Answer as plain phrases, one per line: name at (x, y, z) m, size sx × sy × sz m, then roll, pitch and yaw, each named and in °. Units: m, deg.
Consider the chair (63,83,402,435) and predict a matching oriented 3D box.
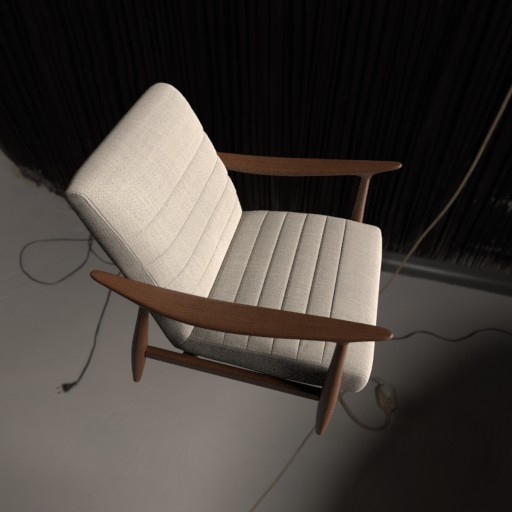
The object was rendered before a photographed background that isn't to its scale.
chair at (0.000, 0.000, 1.405) m, size 0.798 × 0.832 × 0.741 m, roll 11°, pitch 48°, yaw 10°
